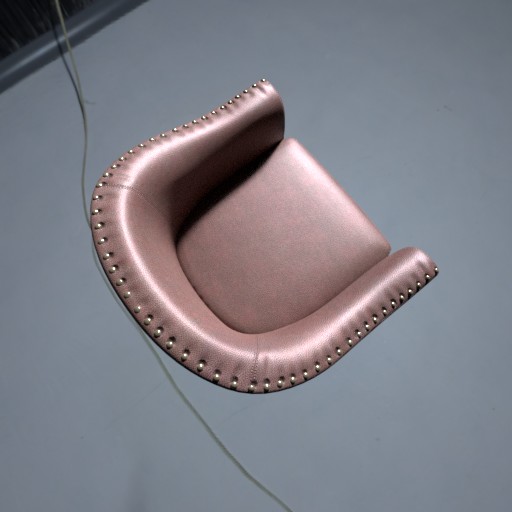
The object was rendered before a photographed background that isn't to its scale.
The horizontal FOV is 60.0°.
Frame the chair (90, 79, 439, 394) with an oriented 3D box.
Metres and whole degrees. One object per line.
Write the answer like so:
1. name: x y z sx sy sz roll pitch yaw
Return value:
1. chair: 0.000 0.000 1.447 0.748 0.823 0.794 -37 78 -9
